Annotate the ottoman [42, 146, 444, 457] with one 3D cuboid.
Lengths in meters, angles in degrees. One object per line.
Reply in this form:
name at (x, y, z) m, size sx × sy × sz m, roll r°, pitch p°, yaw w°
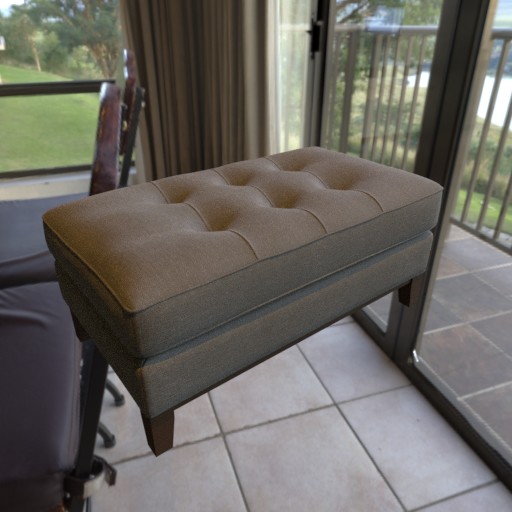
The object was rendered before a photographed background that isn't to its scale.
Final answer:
ottoman at (0.000, 0.000, 1.480) m, size 1.143 × 0.514 × 0.648 m, roll -21°, pitch 35°, yaw -32°
